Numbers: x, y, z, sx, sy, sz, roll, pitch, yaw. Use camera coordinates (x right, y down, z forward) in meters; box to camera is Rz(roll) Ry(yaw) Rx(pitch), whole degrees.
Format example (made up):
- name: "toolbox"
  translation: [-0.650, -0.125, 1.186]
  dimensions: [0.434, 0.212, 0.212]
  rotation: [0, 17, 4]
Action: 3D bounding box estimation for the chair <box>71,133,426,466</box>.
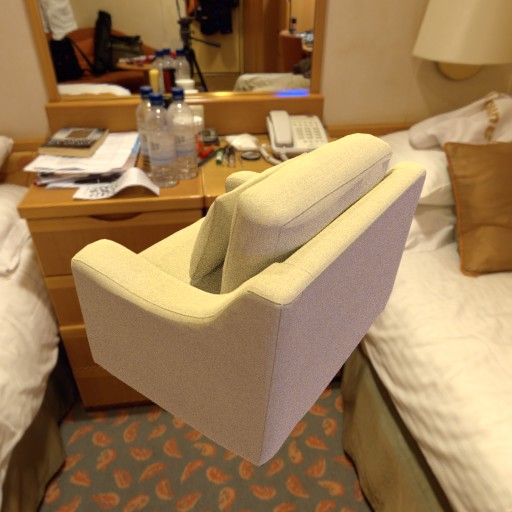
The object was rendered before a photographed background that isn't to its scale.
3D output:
- name: "chair"
  translation: [0.000, 0.000, 1.921]
  dimensions: [1.009, 1.016, 1.178]
  rotation: [20, 37, 29]
